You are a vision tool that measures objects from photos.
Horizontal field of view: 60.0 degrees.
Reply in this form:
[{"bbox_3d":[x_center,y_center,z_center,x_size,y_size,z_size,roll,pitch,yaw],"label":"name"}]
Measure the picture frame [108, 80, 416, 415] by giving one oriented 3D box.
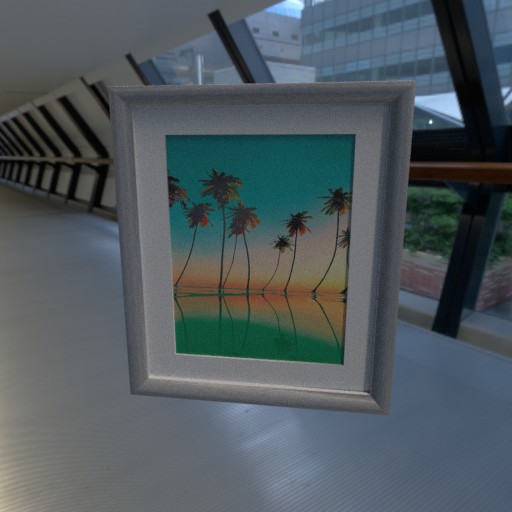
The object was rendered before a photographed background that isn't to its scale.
[{"bbox_3d":[0.000,0.000,0.521,0.327,0.378,0.027,2,14,8],"label":"picture frame"}]
